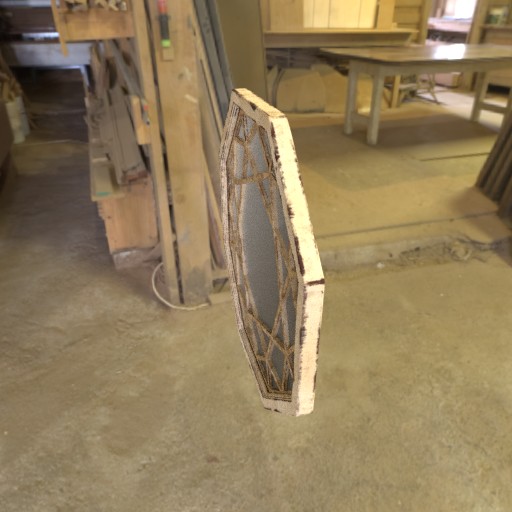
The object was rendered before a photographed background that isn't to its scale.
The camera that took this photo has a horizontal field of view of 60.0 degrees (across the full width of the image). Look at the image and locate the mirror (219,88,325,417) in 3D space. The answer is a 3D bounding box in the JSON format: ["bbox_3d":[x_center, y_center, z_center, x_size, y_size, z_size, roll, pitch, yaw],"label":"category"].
[{"bbox_3d":[0.000,0.000,0.962,0.031,0.648,0.648,-7,31,-13],"label":"mirror"}]
